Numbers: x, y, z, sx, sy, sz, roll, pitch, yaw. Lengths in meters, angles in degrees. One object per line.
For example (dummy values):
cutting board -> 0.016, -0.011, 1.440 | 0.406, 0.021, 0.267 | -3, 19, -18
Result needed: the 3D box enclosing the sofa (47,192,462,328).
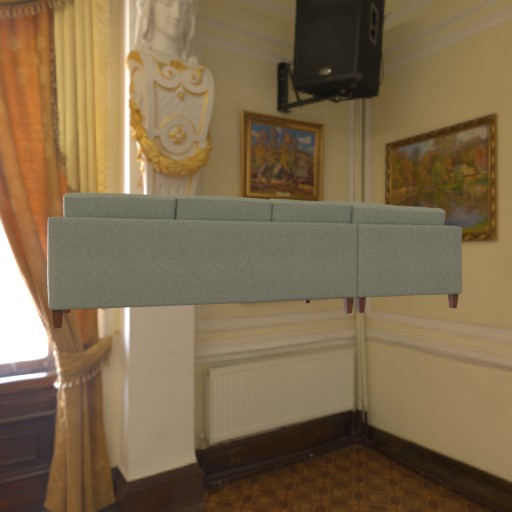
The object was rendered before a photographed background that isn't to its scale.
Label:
sofa -> 0.000, 0.000, 4.220 | 3.470, 0.953, 1.600 | 0, 0, -19
